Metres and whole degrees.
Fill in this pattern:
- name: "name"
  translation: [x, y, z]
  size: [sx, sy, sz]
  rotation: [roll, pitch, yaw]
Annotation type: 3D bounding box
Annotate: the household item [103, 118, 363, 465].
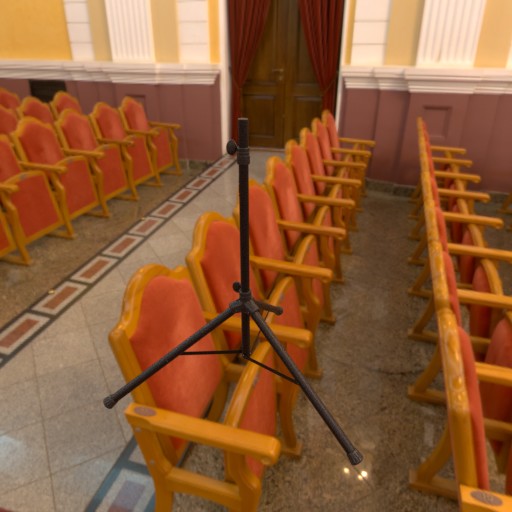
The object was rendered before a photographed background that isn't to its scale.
- name: "household item"
  translation: [0.000, 0.000, 1.810]
  size: [1.045, 1.136, 0.907]
  rotation: [8, 28, 15]
